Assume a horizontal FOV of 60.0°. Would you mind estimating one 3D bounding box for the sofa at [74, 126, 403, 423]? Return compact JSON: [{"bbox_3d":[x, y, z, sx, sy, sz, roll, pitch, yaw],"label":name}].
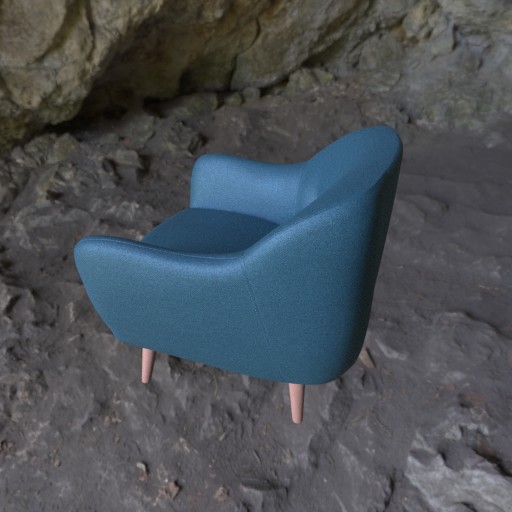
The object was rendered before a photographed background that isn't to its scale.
[{"bbox_3d":[0.000,0.000,1.487,0.825,0.817,0.836,9,31,16],"label":"sofa"}]
